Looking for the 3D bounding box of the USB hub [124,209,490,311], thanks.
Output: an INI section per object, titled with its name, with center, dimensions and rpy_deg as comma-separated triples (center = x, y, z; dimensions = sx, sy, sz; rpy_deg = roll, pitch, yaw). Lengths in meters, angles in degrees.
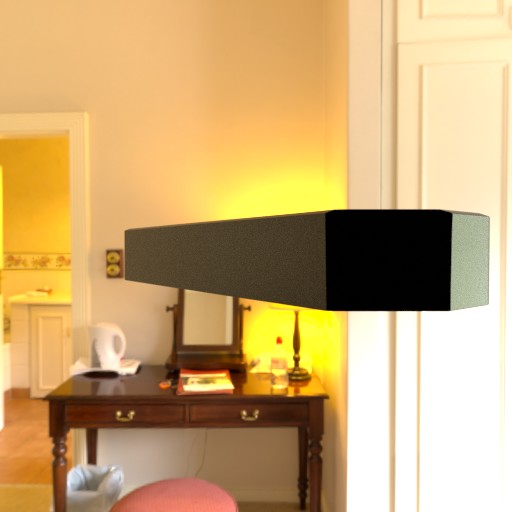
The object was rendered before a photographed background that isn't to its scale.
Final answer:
[USB hub]
center = 0.000, 0.000, 0.157
dimensions = 0.044, 0.023, 0.145
rpy_deg = -1, 1, -37
